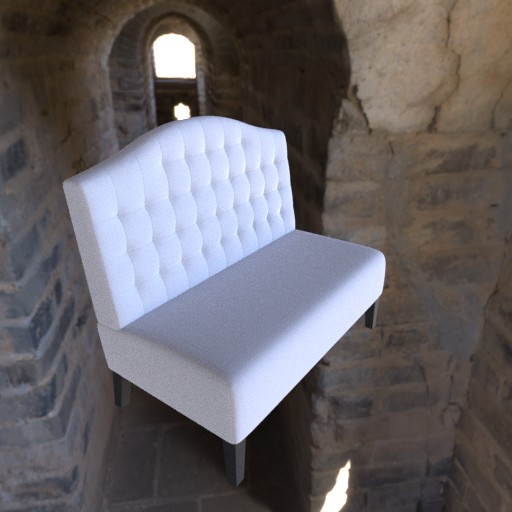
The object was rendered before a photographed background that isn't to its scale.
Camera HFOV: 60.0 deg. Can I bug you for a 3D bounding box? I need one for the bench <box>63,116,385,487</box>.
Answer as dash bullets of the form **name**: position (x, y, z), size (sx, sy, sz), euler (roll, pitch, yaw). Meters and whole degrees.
- **bench**: position (0.000, 0.000, 2.063), size (0.815, 1.180, 1.335), euler (17, 31, 32)
